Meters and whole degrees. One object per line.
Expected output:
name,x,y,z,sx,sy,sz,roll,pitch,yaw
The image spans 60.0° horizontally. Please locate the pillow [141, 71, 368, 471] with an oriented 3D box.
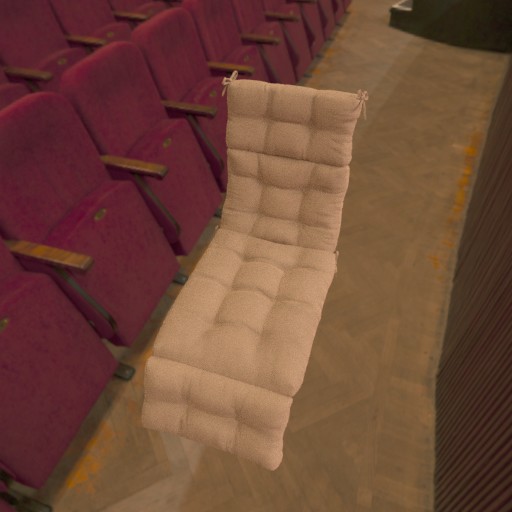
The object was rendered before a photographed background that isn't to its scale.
pillow,0.000,0.000,1.504,0.526,0.863,1.016,13,44,13
